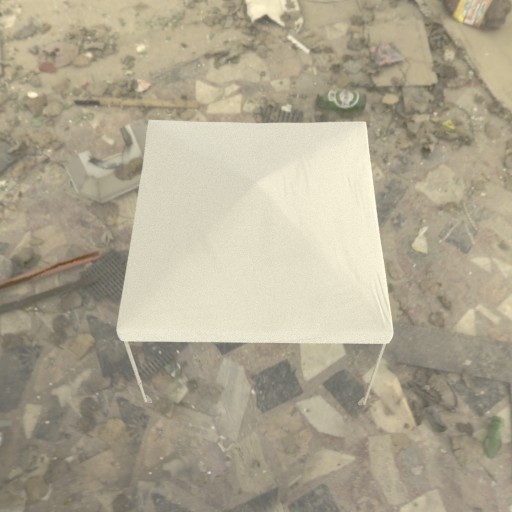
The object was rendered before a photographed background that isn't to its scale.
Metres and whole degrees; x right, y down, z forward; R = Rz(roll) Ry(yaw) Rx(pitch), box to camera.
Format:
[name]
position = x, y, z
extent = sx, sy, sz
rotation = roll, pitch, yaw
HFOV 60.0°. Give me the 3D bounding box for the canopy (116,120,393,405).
[canopy]
position = 0.000, 0.000, 6.408
extent = 3.599, 3.600, 3.600
rotation = 1, 64, 0
